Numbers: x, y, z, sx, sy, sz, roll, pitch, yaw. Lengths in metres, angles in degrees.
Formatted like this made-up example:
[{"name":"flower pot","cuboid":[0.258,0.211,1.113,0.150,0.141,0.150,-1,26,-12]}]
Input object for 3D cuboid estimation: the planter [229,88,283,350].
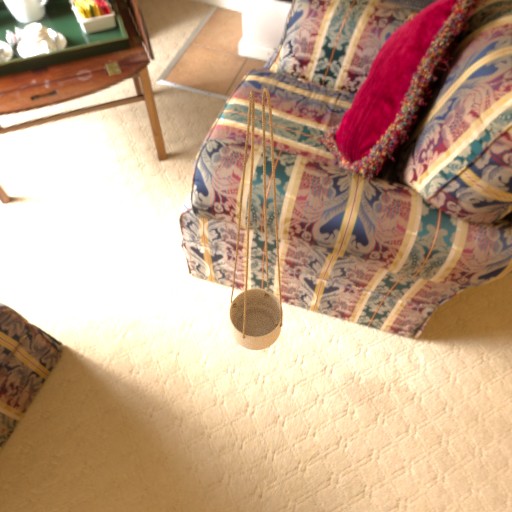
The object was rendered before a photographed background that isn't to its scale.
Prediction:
[{"name":"planter","cuboid":[0.000,0.000,0.947,0.146,0.841,0.146,-16,60,-10]}]
